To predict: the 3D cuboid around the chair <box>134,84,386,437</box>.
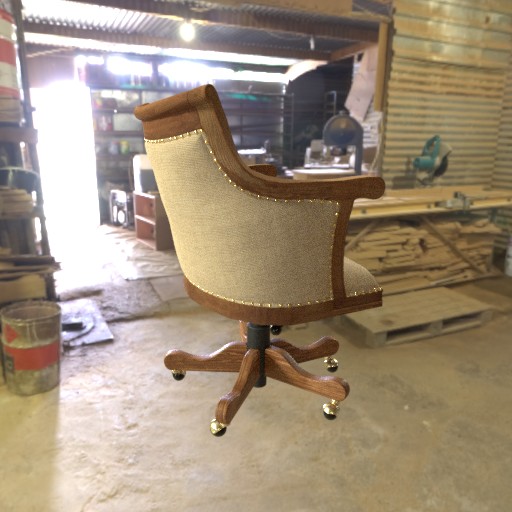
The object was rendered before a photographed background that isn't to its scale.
[{"bbox_3d":[0.000,0.000,1.440,0.689,0.965,0.656,-7,16,-25],"label":"chair"}]
